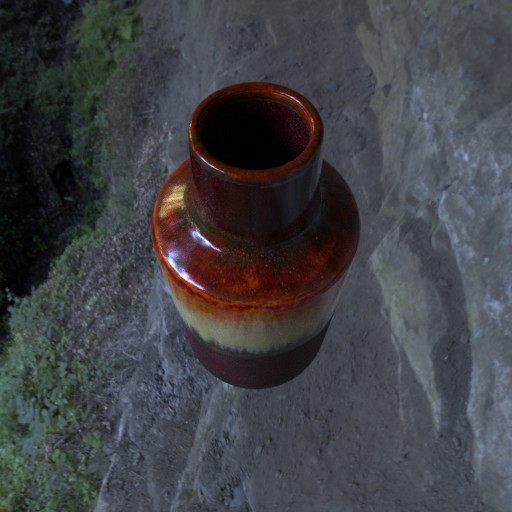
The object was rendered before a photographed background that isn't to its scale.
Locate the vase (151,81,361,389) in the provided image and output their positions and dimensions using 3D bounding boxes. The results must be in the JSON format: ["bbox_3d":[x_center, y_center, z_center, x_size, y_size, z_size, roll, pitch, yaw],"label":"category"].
[{"bbox_3d":[0.000,0.000,0.262,0.108,0.204,0.108,0,60,0],"label":"vase"}]
